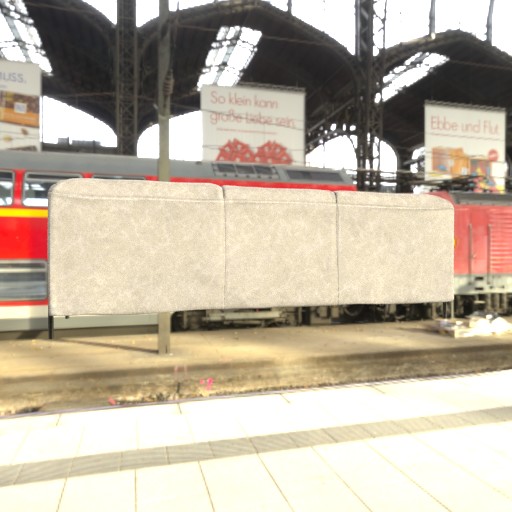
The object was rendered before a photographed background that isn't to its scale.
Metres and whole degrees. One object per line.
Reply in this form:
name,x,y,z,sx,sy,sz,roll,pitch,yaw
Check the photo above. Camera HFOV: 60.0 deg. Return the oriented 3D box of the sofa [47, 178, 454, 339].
sofa,0.000,0.000,2.694,2.238,0.758,0.899,0,0,-17
